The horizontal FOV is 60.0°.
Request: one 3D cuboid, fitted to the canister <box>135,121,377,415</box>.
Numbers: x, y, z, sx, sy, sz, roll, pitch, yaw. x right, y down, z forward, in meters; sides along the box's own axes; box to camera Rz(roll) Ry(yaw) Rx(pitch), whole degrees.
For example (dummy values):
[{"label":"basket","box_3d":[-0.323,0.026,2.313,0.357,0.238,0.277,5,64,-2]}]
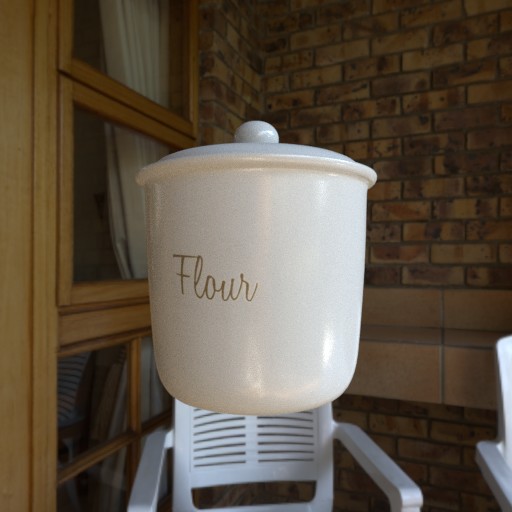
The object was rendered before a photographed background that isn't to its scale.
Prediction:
[{"label":"canister","box_3d":[0.000,0.000,0.345,0.182,0.208,0.182,0,-1,0]}]
